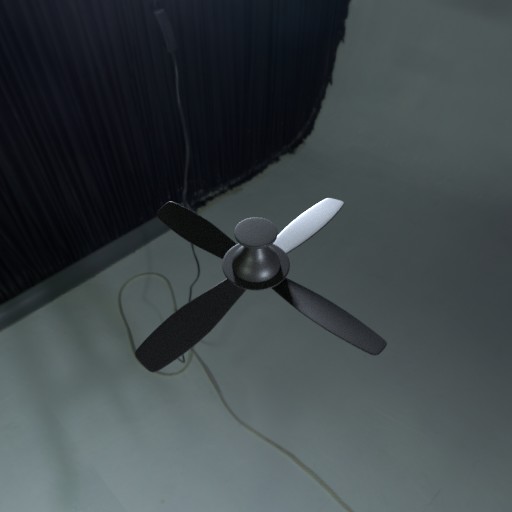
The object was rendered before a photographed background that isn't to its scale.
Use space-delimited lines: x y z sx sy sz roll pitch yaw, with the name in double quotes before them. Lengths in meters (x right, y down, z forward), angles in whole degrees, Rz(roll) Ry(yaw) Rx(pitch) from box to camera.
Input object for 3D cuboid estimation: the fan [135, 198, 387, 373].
"fan" 0.000 0.000 2.537 1.694 0.382 1.694 32 54 27
